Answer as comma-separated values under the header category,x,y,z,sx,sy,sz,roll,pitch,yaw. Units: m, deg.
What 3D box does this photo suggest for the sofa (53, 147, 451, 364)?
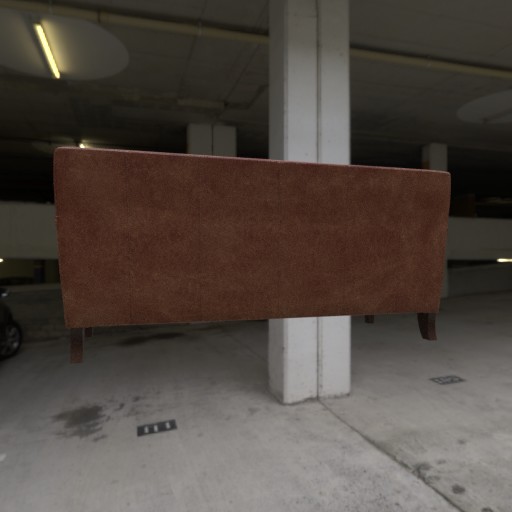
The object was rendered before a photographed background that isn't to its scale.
category,x,y,z,sx,sy,sz,roll,pitch,yaw
sofa,0.000,0.000,2.560,2.053,0.947,0.805,0,0,-17
